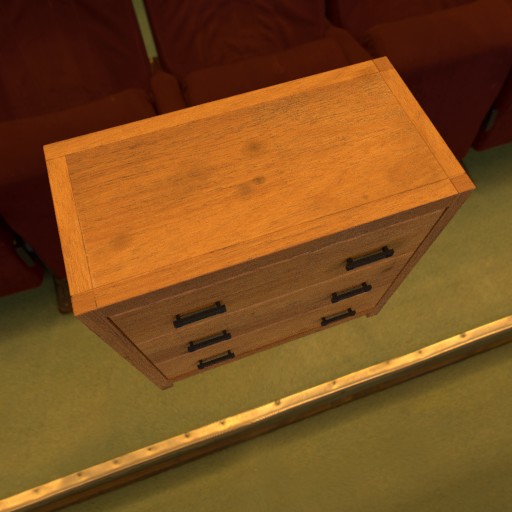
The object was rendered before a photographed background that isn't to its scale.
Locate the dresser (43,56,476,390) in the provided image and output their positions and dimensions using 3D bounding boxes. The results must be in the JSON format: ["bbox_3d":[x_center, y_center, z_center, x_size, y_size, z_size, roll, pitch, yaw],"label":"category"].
[{"bbox_3d":[0.000,0.000,1.266,0.804,0.804,0.427,-18,66,-8],"label":"dresser"}]
